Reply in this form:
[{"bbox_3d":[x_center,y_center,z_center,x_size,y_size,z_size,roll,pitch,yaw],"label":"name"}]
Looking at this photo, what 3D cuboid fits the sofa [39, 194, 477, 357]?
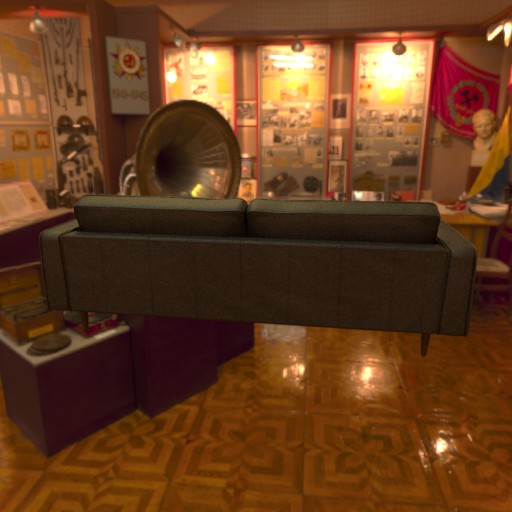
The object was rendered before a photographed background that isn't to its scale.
[{"bbox_3d":[0.000,0.000,2.618,2.210,0.762,0.914,2,16,9],"label":"sofa"}]
